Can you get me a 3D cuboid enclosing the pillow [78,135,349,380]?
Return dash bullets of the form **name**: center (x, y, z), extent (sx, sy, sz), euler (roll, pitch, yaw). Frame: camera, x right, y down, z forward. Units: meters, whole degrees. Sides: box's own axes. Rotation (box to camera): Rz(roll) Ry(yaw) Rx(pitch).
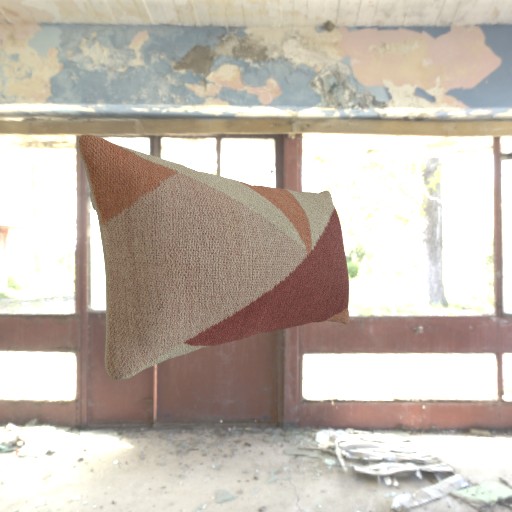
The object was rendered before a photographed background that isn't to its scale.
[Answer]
- **pillow**: center (0.000, 0.000, 0.735), extent (0.155, 0.292, 0.609), euler (0, 0, 37)
